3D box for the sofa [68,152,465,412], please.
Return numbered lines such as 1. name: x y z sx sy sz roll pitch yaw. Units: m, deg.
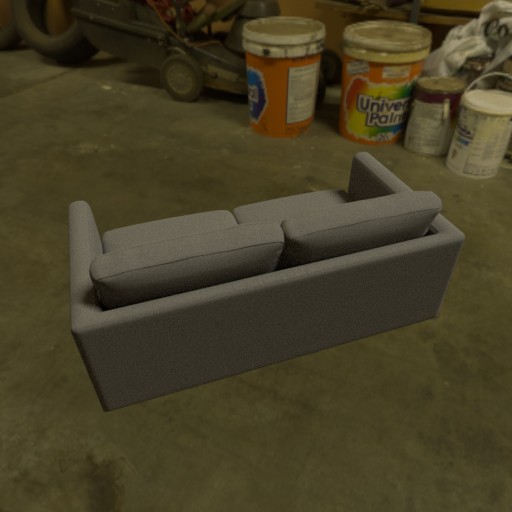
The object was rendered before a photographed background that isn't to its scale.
1. sofa: 0.000 0.000 2.272 1.713 0.866 0.940 -12 41 -14
